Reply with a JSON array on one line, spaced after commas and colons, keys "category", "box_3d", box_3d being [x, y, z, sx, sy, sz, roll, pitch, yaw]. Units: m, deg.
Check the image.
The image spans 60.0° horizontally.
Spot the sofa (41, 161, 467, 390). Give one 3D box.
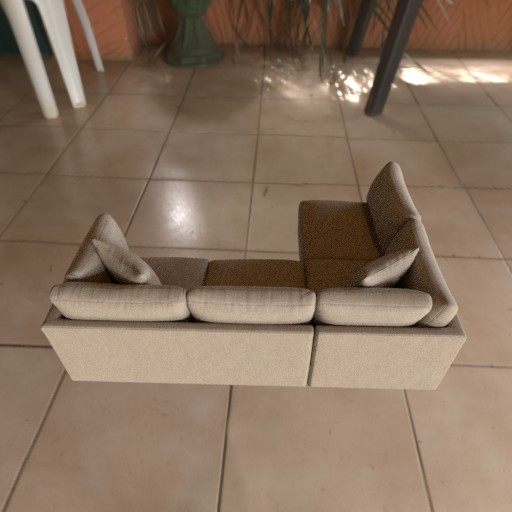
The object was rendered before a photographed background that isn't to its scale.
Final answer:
[{"category": "sofa", "box_3d": [0.000, 0.000, 3.858, 2.896, 0.978, 1.994, 1, 42, 1]}]
